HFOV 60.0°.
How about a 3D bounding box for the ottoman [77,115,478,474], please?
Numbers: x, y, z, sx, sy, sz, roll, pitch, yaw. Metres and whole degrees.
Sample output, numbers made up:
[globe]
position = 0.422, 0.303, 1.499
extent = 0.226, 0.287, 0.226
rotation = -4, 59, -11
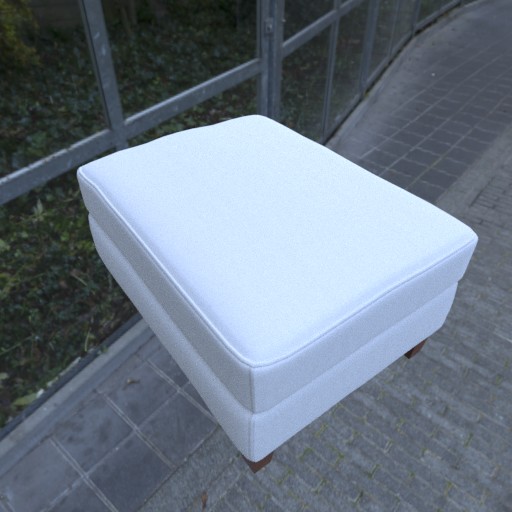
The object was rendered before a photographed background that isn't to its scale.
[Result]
[ottoman]
position = 0.000, 0.000, 1.170
extent = 0.634, 0.479, 0.818
rotation = -25, 46, -27
